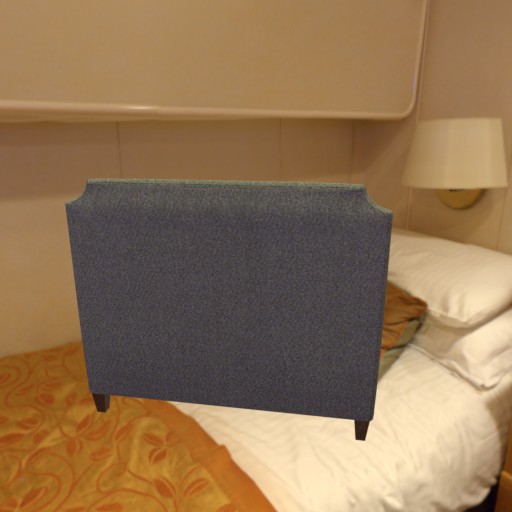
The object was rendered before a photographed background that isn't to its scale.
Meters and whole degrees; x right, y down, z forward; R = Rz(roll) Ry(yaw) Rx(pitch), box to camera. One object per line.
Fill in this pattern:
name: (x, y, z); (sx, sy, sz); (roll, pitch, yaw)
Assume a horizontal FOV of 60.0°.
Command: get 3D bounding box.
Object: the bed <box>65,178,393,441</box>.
bed: (0.000, 0.000, 3.495); (1.712, 1.443, 2.372); (3, 17, 9)
